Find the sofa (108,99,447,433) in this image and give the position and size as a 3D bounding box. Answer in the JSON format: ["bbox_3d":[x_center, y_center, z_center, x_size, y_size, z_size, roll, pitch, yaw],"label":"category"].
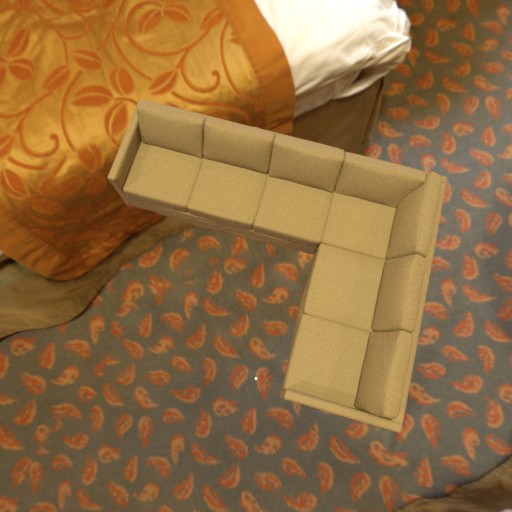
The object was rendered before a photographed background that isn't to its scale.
[{"bbox_3d":[0.000,0.000,4.326,3.182,0.871,2.432,15,75,4],"label":"sofa"}]
